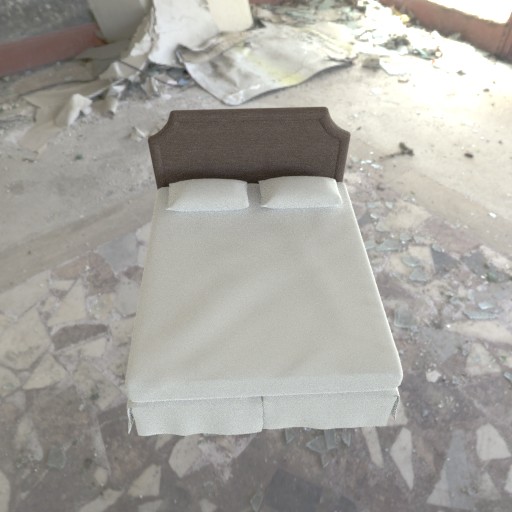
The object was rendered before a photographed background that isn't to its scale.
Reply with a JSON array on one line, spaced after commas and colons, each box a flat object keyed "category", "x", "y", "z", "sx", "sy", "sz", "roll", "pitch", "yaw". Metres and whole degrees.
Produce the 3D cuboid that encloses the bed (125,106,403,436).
[{"category": "bed", "x": 0.000, "y": 0.000, "z": 4.231, "sx": 2.350, "sy": 1.590, "sz": 2.773, "roll": -2, "pitch": 46, "yaw": -2}]
